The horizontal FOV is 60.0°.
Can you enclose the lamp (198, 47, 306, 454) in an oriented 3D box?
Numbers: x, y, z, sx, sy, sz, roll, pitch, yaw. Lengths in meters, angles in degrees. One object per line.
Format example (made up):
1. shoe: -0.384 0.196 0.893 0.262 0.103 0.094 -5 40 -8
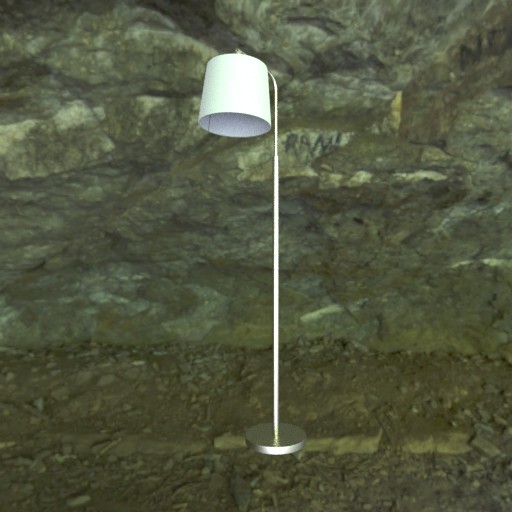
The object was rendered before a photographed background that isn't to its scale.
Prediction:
1. lamp: 0.000 0.000 1.665 0.254 1.478 0.508 0 0 37
